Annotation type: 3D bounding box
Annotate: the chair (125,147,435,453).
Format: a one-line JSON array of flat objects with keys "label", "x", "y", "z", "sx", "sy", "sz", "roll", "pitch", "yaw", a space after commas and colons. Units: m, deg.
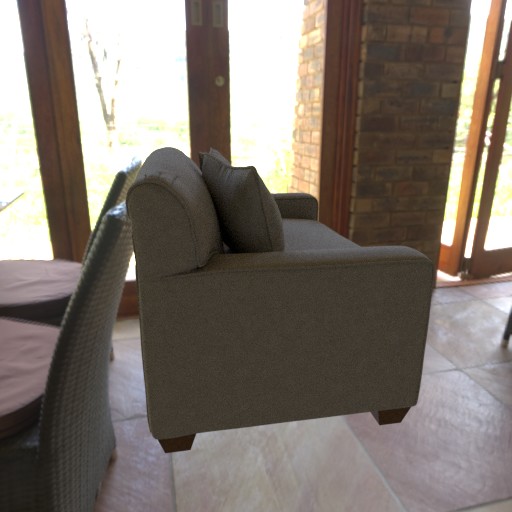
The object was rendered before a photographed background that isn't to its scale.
[{"label": "chair", "x": 0.000, "y": 0.000, "z": 2.035, "sx": 0.992, "sy": 0.953, "sz": 1.395, "roll": -3, "pitch": 17, "yaw": -10}]
